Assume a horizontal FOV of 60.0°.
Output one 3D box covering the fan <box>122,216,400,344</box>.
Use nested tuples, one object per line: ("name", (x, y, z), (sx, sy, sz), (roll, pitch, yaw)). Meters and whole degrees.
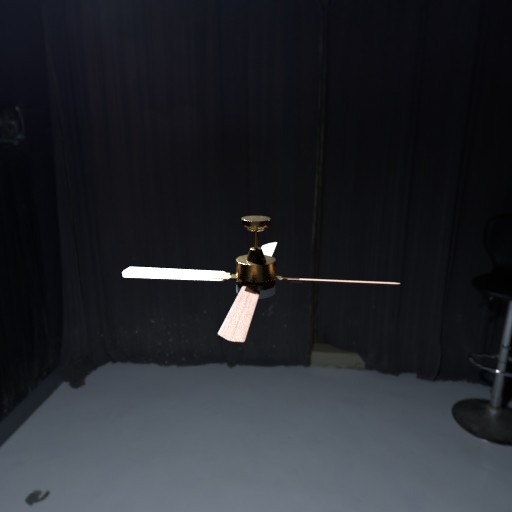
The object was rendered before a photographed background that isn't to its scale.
("fan", (0.000, 0.000, 2.065), (1.320, 0.355, 1.320), (2, 16, 7))
